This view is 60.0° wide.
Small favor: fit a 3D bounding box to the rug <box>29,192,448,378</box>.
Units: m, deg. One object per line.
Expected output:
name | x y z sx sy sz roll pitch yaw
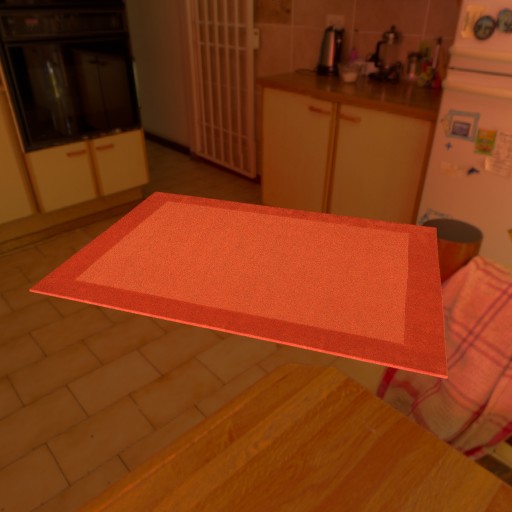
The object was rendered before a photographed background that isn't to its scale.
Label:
rug | 0.000 0.000 2.326 1.829 0.014 1.219 9 32 15
